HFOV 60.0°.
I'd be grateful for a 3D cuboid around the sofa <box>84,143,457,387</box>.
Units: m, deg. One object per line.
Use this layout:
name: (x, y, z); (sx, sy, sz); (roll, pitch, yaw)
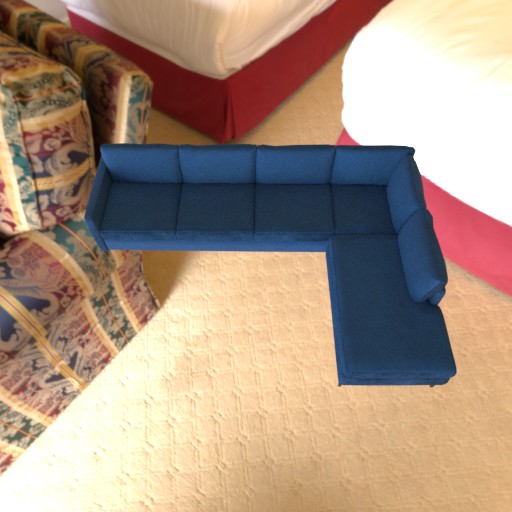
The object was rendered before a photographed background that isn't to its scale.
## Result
sofa: (0.000, 0.000, 3.150); (2.486, 0.687, 1.707); (1, 57, 0)
